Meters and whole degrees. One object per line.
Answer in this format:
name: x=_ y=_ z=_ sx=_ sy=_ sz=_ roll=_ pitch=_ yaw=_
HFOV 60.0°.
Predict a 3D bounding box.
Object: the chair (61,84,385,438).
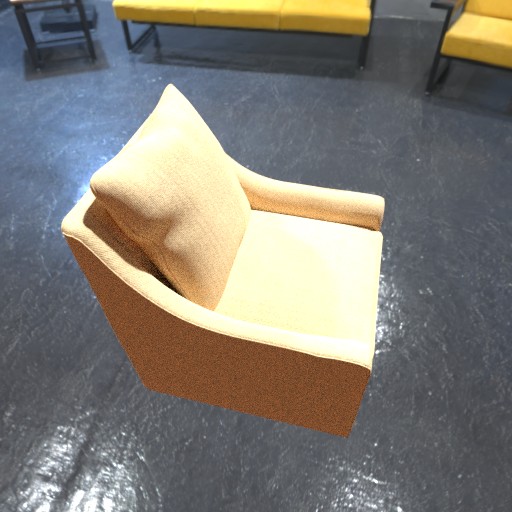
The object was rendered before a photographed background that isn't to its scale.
chair: x=0.000 y=0.000 z=1.557 sx=0.876 sy=0.927 sz=0.760 roll=10 pitch=47 yaw=10
